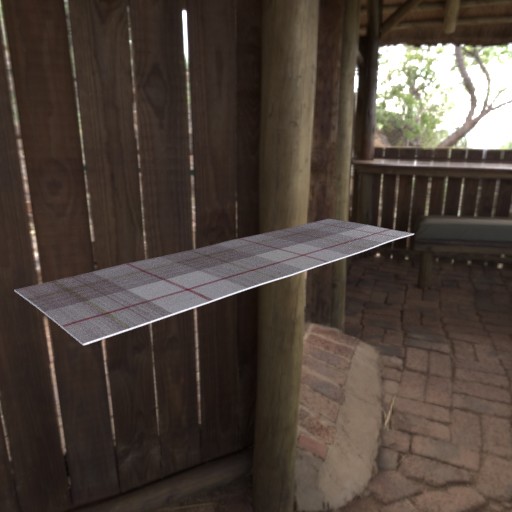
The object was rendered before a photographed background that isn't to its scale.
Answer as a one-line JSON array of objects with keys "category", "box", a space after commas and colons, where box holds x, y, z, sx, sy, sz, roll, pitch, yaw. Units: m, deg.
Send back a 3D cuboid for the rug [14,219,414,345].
[{"category": "rug", "box": [0.000, 0.000, 2.643, 2.439, 0.013, 0.762, -15, 22, -42]}]
